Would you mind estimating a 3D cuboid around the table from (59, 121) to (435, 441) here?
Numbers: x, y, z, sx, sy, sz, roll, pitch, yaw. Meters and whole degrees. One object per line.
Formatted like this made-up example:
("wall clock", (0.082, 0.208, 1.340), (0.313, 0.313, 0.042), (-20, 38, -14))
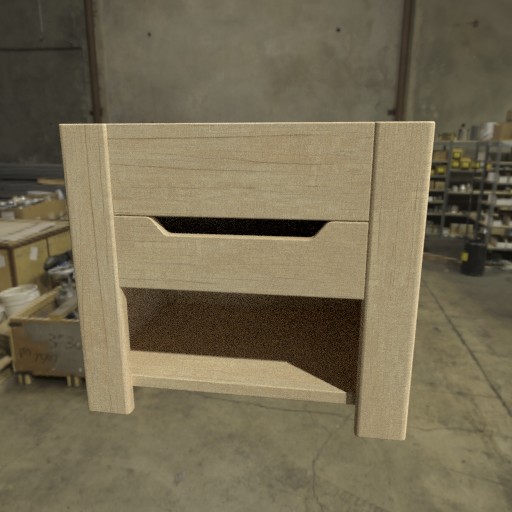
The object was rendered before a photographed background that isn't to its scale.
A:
("table", (0.000, 0.000, 0.917), (0.570, 0.510, 0.420), (2, 14, 9))
